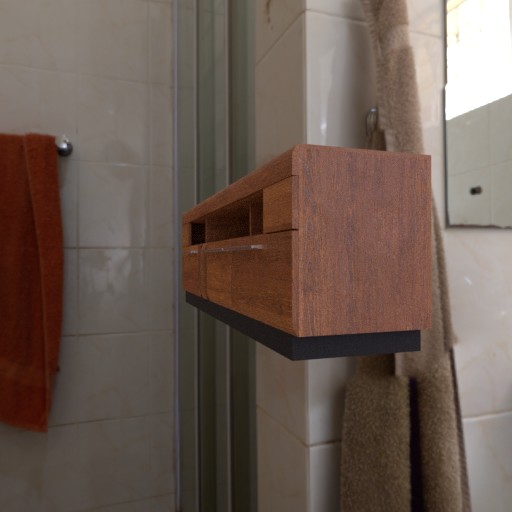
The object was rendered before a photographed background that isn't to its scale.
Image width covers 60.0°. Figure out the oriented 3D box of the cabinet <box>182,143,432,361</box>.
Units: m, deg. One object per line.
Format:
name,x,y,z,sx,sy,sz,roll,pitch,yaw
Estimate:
cabinet,0.000,0.000,1.833,0.419,0.510,1.600,0,0,-18
